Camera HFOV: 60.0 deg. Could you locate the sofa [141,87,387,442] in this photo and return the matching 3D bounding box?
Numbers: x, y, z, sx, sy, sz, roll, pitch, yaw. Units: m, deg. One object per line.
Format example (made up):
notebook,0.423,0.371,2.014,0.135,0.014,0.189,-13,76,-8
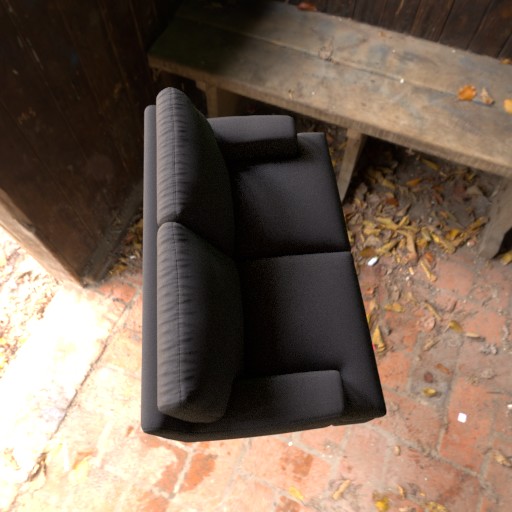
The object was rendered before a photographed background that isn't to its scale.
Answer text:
sofa,0.000,0.000,2.501,1.143,0.940,1.880,-5,64,-3
